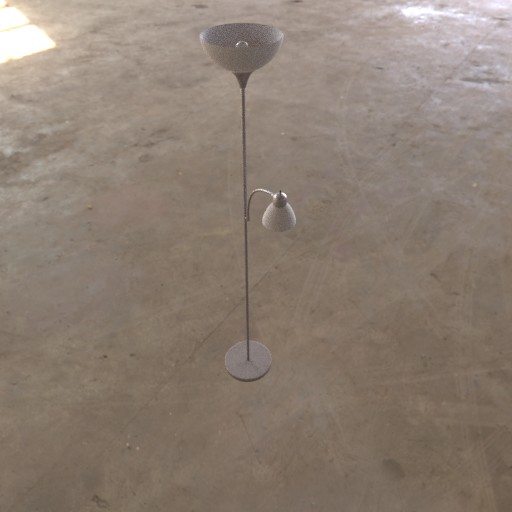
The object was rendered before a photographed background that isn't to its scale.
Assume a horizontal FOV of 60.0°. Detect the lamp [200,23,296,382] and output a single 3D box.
[{"bbox_3d":[0.000,0.000,1.982,0.279,1.804,0.425,-26,48,-26],"label":"lamp"}]
